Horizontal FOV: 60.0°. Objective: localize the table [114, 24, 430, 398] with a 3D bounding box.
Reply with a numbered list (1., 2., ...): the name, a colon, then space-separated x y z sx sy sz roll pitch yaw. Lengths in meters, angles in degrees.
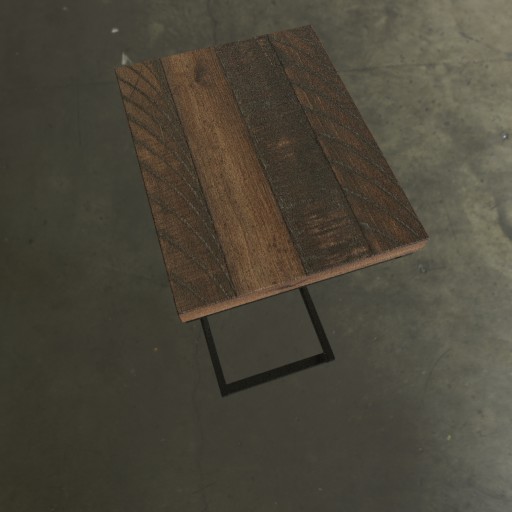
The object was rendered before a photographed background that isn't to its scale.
1. table: 0.000 0.000 0.936 0.323 0.718 0.414 -16 66 -8
